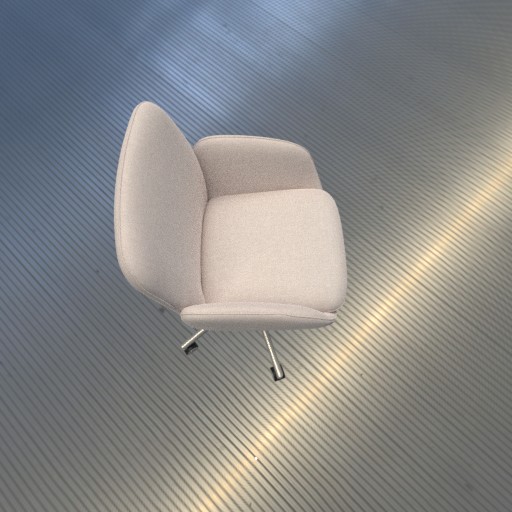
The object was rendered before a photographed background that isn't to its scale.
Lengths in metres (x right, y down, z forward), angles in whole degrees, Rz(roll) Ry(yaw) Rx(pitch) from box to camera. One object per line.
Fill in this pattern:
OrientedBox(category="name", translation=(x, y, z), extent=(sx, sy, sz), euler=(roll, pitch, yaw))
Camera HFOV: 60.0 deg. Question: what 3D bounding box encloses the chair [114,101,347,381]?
OrientedBox(category="chair", translation=(0.000, 0.000, 1.419), extent=(0.633, 0.959, 0.648), euler=(-1, 65, -1))
